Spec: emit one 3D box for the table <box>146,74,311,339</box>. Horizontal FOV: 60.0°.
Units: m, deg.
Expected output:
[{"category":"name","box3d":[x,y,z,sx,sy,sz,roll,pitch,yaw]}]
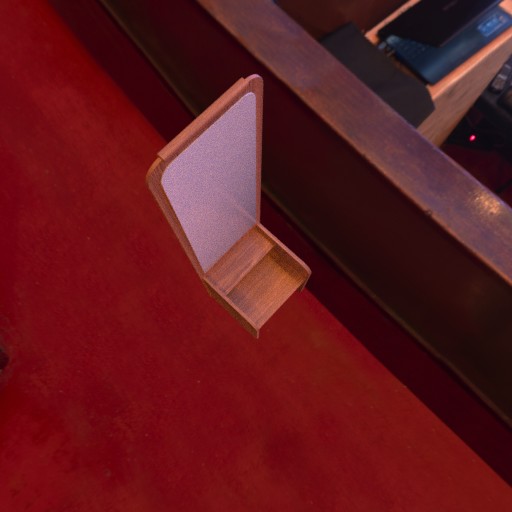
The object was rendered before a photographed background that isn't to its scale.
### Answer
[{"category":"table","box3d":[0.000,0.000,2.016,0.420,1.830,0.450,42,79,10]}]
